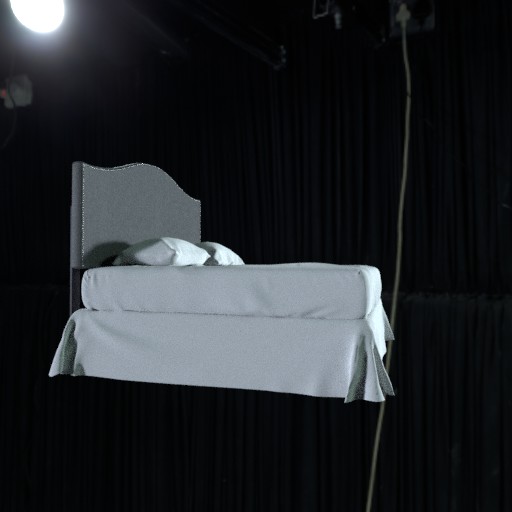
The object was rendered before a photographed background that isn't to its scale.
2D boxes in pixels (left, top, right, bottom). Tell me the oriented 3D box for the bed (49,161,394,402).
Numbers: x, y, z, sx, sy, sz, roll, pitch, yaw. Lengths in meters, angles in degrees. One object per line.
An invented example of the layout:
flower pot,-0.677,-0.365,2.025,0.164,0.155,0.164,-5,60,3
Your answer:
bed,0.000,0.000,3.734,2.219,1.651,2.314,0,-1,17
